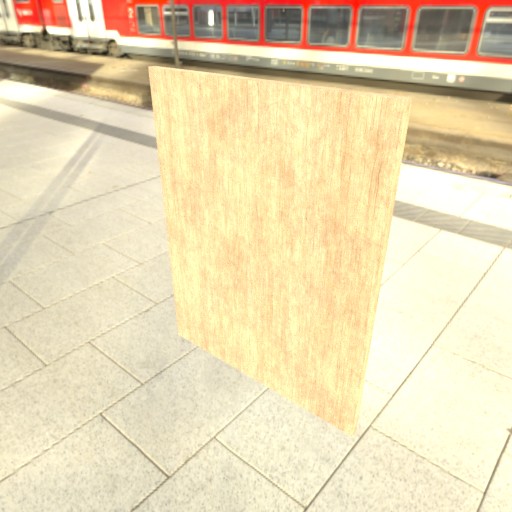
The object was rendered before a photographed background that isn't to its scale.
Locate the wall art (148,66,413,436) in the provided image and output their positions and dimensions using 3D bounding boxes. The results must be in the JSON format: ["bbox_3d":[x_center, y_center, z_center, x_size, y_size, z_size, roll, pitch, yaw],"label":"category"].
[{"bbox_3d":[0.000,0.000,0.916,0.534,0.686,0.018,22,36,32],"label":"wall art"}]
